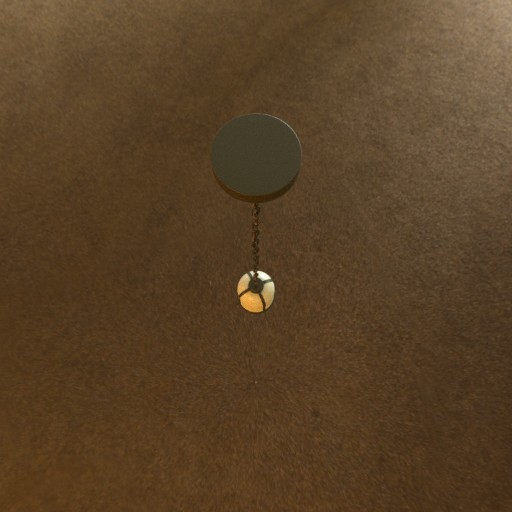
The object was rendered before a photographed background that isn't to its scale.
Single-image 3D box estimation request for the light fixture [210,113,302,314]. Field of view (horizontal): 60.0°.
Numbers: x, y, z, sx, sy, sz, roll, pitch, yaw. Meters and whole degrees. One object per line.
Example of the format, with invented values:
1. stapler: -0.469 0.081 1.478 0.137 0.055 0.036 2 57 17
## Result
1. light fixture: 0.000 0.000 1.267 0.178 1.181 0.178 -26 76 -7
